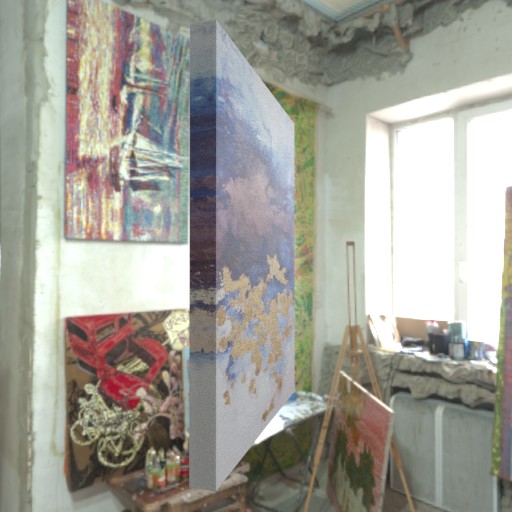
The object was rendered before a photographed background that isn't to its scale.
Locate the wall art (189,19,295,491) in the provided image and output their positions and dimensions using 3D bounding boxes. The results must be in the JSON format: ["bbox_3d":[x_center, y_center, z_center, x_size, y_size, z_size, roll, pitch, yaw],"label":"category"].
[{"bbox_3d":[0.000,0.000,0.757,0.036,0.581,0.437,0,-1,18],"label":"wall art"}]
